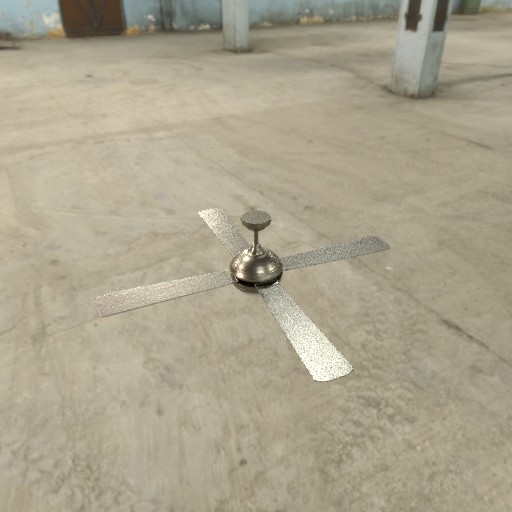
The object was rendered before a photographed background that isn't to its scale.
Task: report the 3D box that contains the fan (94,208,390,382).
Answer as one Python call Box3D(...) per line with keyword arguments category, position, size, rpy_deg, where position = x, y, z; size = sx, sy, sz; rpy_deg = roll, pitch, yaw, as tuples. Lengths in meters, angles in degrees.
Box3D(category="fan", position=(0.000, 0.000, 1.947), size=(1.321, 0.381, 1.321), rpy_deg=(-1, 31, -2))
